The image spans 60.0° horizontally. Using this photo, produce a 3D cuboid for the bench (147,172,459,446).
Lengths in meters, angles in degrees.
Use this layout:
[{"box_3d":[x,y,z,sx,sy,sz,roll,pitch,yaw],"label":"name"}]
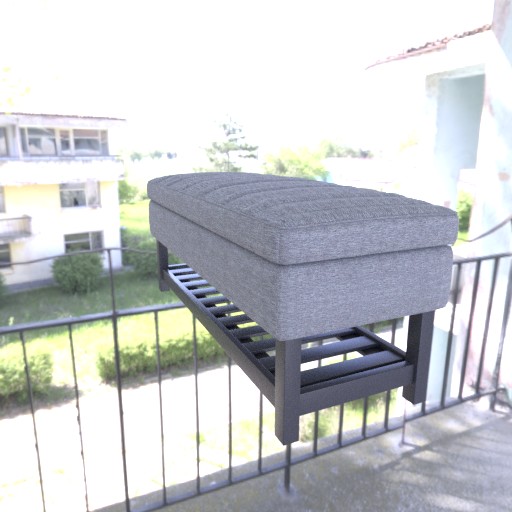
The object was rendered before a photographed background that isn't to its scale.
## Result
[{"box_3d":[0.000,0.000,1.321,0.429,0.470,1.100,-6,15,-24],"label":"bench"}]
